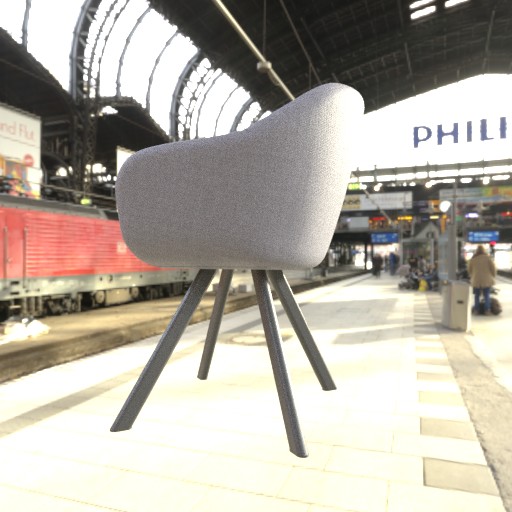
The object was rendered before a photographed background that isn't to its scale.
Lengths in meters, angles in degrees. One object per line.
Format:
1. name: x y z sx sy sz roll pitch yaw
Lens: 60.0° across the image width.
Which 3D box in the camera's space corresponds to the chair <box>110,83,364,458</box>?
1. chair: 0.000 0.000 1.158 0.550 0.795 0.590 0 0 17
